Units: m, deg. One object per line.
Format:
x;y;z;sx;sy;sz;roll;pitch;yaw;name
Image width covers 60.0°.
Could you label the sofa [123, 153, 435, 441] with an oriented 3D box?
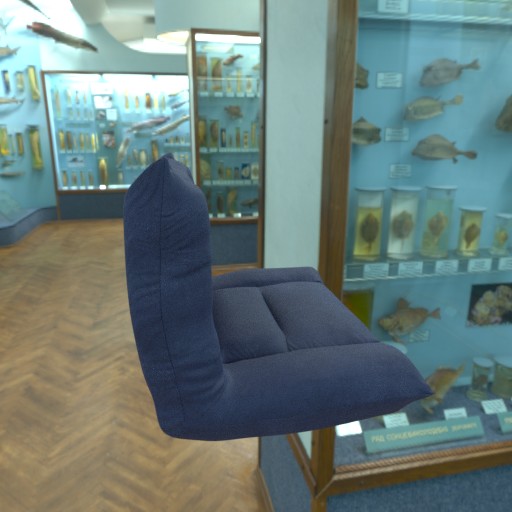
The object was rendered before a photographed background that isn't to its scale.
0.000;0.000;1.659;0.849;0.778;1.122;-3;15;-10;sofa
